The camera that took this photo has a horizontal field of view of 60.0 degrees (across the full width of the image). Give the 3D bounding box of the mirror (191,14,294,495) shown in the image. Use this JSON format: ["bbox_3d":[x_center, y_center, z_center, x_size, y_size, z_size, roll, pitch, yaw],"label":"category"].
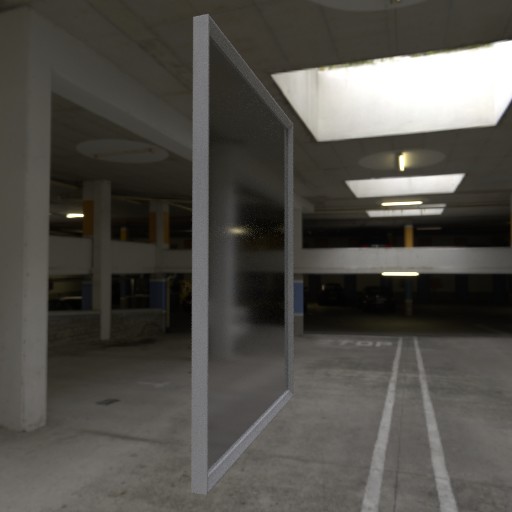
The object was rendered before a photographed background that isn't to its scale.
[{"bbox_3d":[0.000,0.000,1.302,0.041,1.016,0.762,-1,-2,19],"label":"mirror"}]
